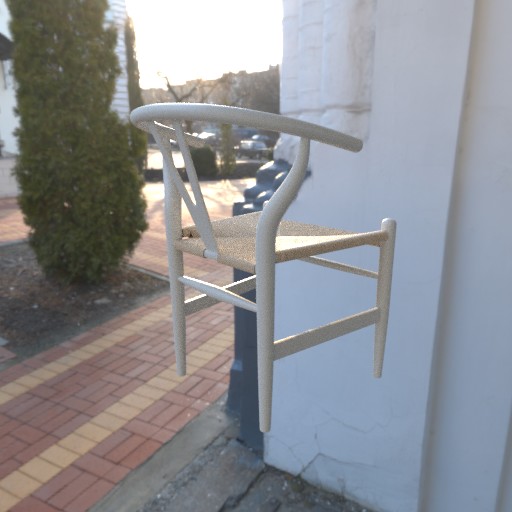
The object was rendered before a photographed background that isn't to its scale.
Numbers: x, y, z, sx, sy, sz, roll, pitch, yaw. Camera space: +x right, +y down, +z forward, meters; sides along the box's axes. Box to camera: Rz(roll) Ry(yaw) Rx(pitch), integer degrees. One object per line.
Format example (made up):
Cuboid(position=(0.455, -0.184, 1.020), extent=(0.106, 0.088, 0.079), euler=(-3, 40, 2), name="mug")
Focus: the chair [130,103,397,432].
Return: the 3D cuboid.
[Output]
Cuboid(position=(0.000, 0.000, 1.162), extent=(0.579, 0.730, 0.569), euler=(-14, 20, -42), name="chair")
